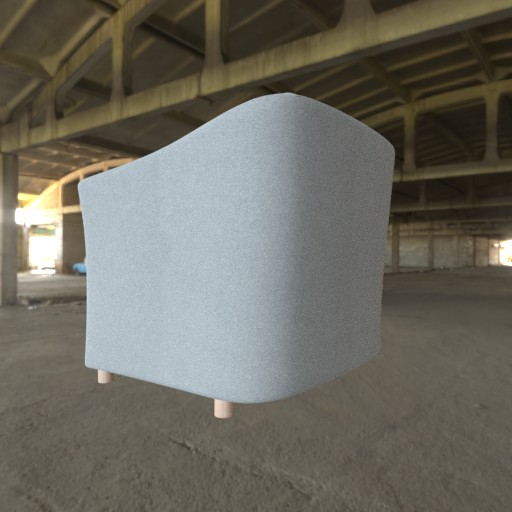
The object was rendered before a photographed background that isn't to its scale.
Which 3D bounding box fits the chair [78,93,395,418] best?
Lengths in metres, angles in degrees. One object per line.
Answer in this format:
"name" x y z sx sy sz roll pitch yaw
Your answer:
"chair" 0.000 0.000 1.369 0.700 0.720 0.790 0 0 37
